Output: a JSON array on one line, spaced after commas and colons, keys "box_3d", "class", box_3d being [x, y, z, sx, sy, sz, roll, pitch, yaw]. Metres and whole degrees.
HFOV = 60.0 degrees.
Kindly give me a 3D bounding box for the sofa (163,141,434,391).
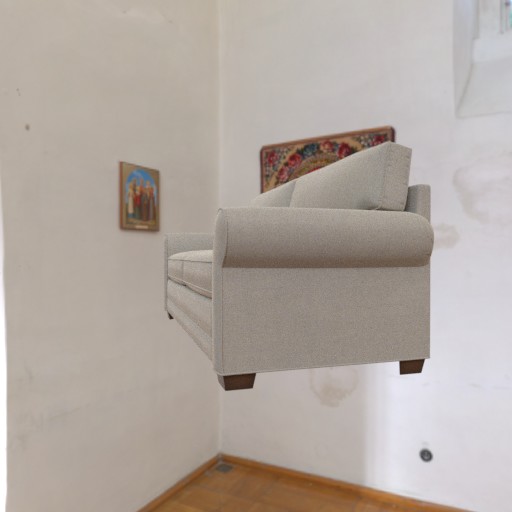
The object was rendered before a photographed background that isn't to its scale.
[{"box_3d": [0.000, 0.000, 2.634, 0.901, 0.962, 2.146, 0, 0, -17], "class": "sofa"}]
